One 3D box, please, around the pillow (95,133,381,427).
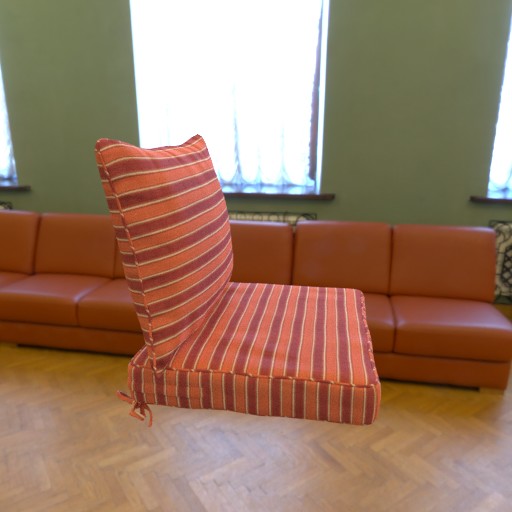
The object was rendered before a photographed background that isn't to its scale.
[{"bbox_3d":[0.000,0.000,1.377,0.733,0.723,0.799,3,17,9],"label":"pillow"}]
